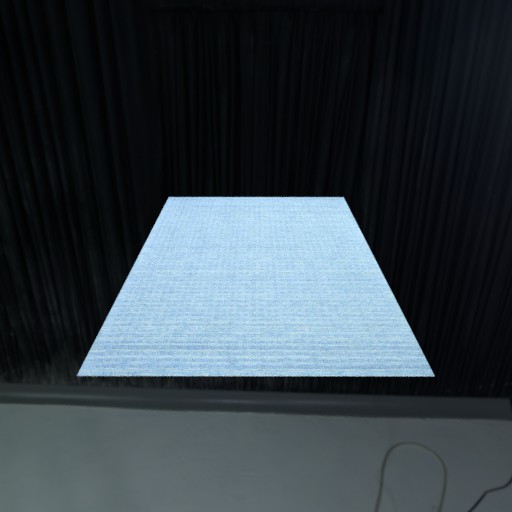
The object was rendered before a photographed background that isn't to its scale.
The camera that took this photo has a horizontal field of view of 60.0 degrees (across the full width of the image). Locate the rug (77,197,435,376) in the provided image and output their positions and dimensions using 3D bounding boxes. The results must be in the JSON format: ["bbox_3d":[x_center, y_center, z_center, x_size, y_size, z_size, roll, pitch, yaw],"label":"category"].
[{"bbox_3d":[0.000,0.000,3.743,1.982,0.006,2.895,0,27,0],"label":"rug"}]
